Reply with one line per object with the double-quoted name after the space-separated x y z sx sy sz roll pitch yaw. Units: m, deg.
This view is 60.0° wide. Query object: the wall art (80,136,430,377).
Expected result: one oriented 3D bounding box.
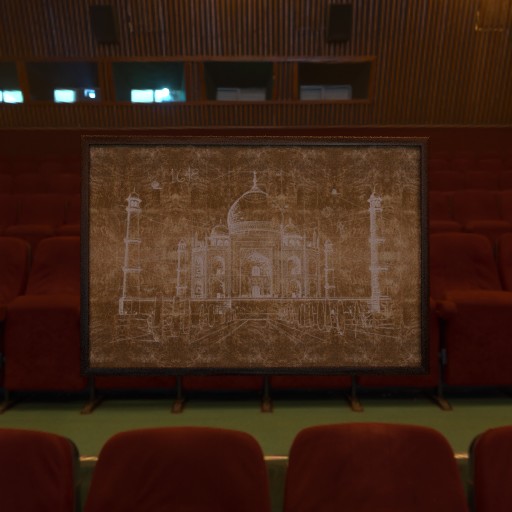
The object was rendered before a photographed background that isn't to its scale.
0.000 0.000 1.042 0.816 0.559 0.014 0 -1 -1 "wall art"
